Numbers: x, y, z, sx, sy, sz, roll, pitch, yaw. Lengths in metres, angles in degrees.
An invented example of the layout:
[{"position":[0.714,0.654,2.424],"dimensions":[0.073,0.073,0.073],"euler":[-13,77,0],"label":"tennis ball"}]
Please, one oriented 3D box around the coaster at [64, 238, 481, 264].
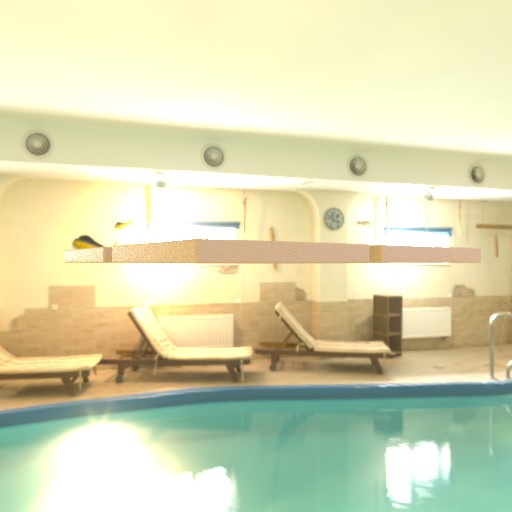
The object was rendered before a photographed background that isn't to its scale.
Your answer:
[{"position":[0.000,0.000,0.322],"dimensions":[0.214,0.010,0.219],"euler":[1,-1,-36],"label":"coaster"}]
